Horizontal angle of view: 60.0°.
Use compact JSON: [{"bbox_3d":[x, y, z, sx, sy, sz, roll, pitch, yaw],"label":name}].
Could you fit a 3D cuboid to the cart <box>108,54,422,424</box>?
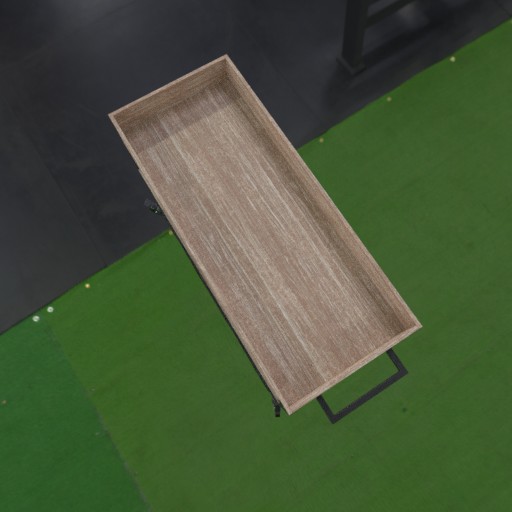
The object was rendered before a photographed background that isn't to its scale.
[{"bbox_3d":[0.000,0.000,1.568,0.500,0.787,1.101,-31,76,-8],"label":"cart"}]
